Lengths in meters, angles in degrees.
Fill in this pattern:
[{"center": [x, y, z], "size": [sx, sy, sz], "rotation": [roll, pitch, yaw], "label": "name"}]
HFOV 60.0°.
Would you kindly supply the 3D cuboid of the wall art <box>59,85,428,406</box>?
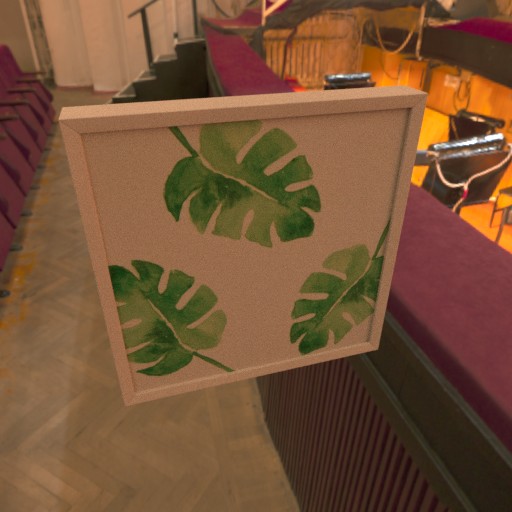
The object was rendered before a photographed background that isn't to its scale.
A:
[{"center": [0.000, 0.000, 0.448], "size": [0.305, 0.305, 0.038], "rotation": [-9, 33, -14], "label": "wall art"}]
